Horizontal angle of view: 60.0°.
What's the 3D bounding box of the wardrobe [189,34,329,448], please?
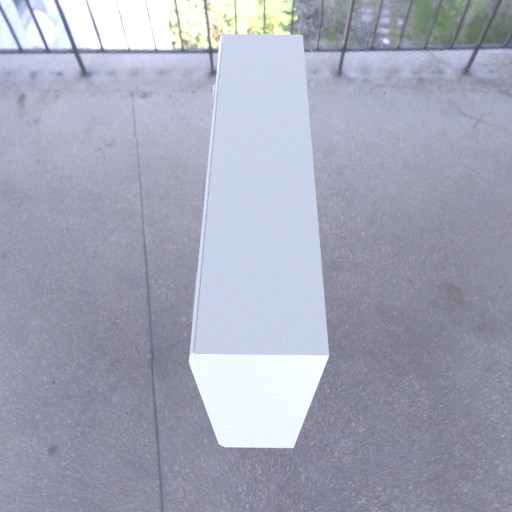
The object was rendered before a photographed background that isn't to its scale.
[{"bbox_3d":[0.000,0.000,1.914,0.360,1.200,1.340,1,57,0],"label":"wardrobe"}]
